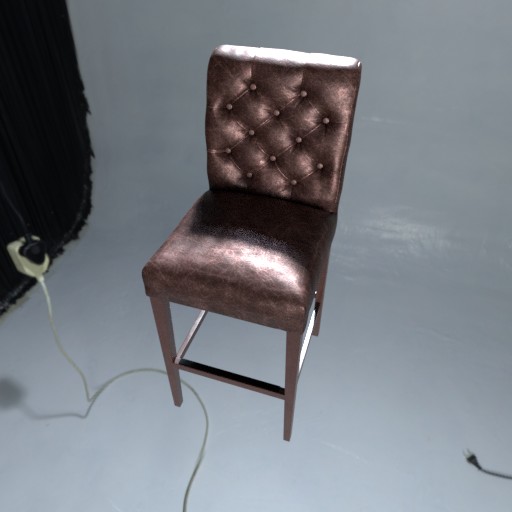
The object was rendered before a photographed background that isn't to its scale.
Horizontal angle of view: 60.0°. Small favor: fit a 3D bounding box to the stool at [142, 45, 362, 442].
[{"bbox_3d":[0.000,0.000,1.515,0.483,1.168,0.659,12,43,14],"label":"stool"}]
